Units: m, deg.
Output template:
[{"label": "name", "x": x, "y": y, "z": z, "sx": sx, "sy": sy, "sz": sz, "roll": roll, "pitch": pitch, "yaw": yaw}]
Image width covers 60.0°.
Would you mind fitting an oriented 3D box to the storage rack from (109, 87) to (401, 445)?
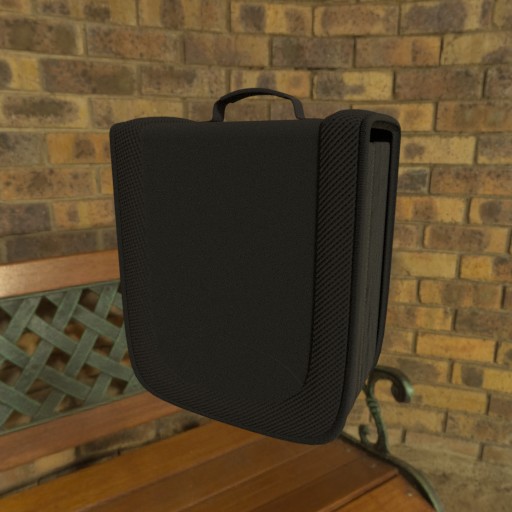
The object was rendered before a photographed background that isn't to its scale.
[{"label": "storage rack", "x": 0.000, "y": 0.000, "z": 0.545, "sx": 0.297, "sy": 0.387, "sz": 0.168, "roll": 7, "pitch": 16, "yaw": 26}]
